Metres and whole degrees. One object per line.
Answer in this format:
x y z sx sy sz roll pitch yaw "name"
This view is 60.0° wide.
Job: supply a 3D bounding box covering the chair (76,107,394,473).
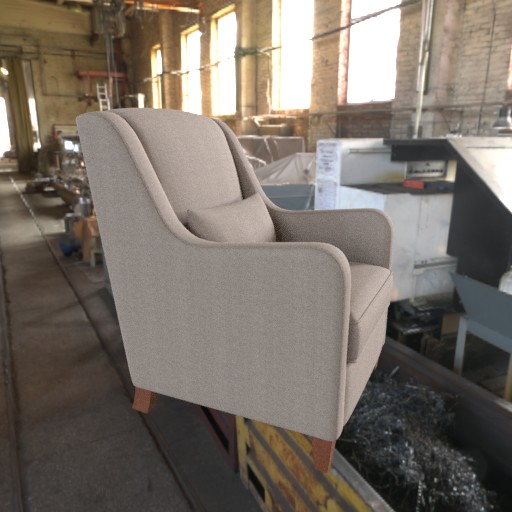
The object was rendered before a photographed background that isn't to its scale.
0.000 0.000 1.579 0.890 1.017 0.715 7 17 25 "chair"
